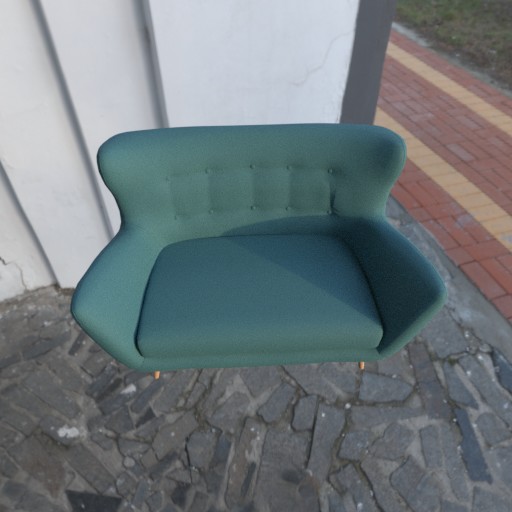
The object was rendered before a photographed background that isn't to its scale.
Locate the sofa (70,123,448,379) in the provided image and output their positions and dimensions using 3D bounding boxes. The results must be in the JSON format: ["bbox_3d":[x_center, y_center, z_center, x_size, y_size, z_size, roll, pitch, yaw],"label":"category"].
[{"bbox_3d":[0.000,0.000,2.006,1.397,0.889,0.889,-2,46,-2],"label":"sofa"}]
